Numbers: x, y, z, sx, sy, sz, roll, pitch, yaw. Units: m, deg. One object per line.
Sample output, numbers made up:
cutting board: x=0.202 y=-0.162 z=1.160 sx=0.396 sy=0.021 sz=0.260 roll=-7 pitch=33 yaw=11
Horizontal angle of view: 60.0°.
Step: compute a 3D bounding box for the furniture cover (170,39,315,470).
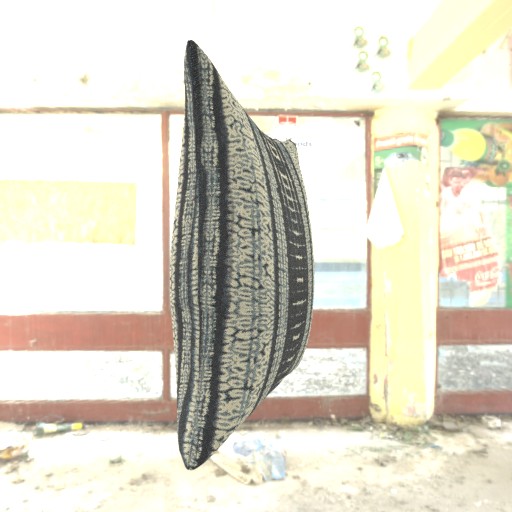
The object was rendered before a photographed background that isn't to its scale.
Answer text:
furniture cover: x=0.000 y=0.000 z=0.642 sx=0.133 sy=0.435 sz=0.425 roll=0 pitch=0 yaw=18
